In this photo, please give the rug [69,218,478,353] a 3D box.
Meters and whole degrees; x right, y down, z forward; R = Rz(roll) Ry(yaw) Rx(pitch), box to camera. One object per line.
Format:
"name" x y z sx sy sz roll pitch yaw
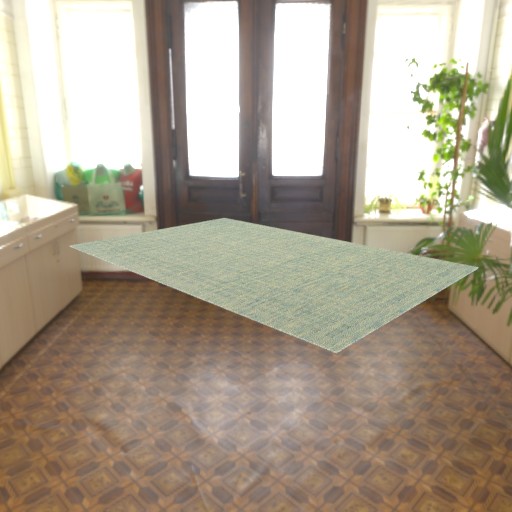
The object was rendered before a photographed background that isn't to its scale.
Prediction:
"rug" 0.000 0.000 2.241 1.752 0.006 1.142 15 21 42
